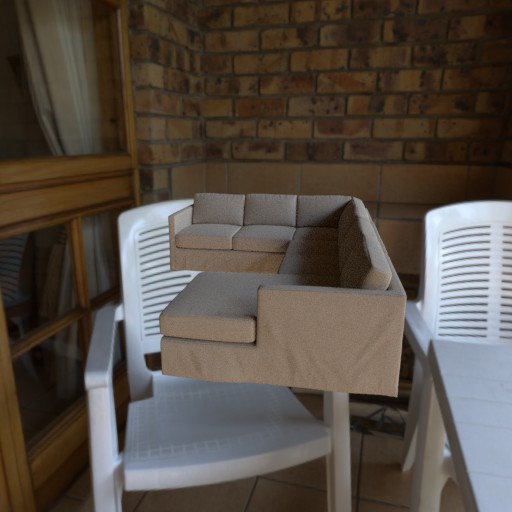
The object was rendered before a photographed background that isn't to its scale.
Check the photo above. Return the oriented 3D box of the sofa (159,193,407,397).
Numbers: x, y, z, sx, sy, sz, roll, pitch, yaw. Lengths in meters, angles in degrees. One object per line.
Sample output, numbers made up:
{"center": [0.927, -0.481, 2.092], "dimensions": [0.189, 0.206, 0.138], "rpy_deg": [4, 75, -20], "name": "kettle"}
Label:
{"center": [0.000, 0.000, 4.536], "dimensions": [2.427, 0.882, 3.460], "rpy_deg": [3, 15, 9], "name": "sofa"}
